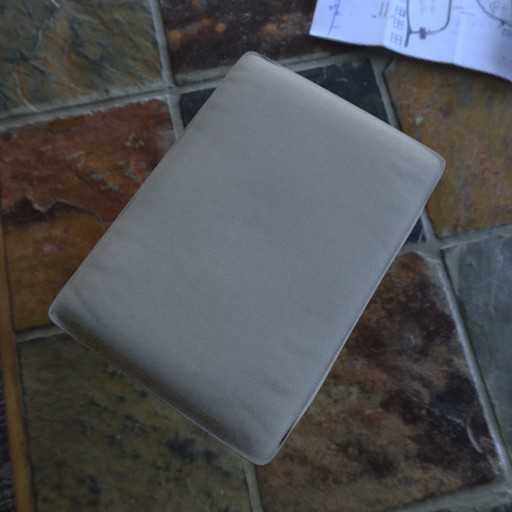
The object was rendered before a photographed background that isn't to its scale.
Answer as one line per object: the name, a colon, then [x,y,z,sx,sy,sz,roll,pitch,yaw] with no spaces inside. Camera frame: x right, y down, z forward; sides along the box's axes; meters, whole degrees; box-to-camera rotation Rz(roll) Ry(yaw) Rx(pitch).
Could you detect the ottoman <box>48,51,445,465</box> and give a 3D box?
ottoman: [0.000,0.000,1.203,0.611,0.482,0.848,32,78,8]
